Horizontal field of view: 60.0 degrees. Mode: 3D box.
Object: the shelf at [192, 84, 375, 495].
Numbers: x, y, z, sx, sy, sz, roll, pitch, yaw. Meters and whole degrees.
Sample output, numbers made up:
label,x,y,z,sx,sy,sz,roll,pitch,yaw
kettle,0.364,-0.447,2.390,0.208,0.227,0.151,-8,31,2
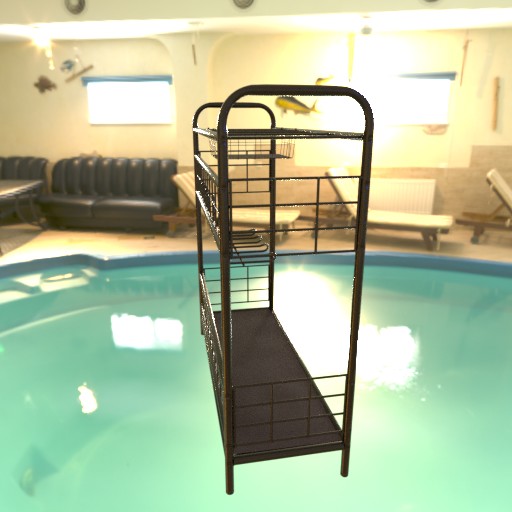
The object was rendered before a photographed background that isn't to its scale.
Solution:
label,x,y,z,sx,sy,sz,roll,pitch,yaw
shelf,0.000,0.000,1.510,0.350,1.026,0.961,-3,17,-10
